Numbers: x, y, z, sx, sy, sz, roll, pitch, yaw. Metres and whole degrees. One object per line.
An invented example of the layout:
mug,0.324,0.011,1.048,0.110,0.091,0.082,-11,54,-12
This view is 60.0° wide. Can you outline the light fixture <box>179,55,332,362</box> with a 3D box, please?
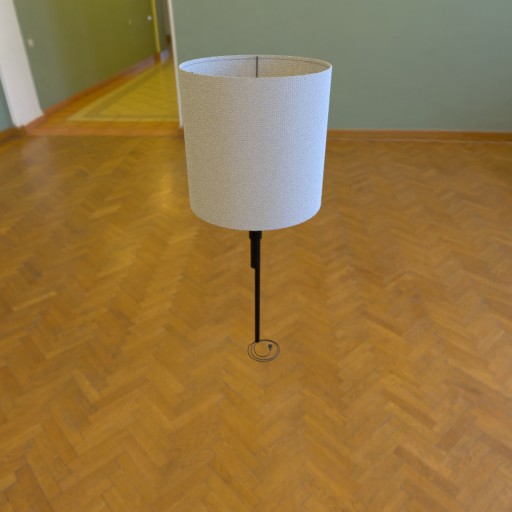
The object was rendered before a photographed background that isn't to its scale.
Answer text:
light fixture,0.000,0.000,0.727,0.188,0.589,0.248,1,31,1
